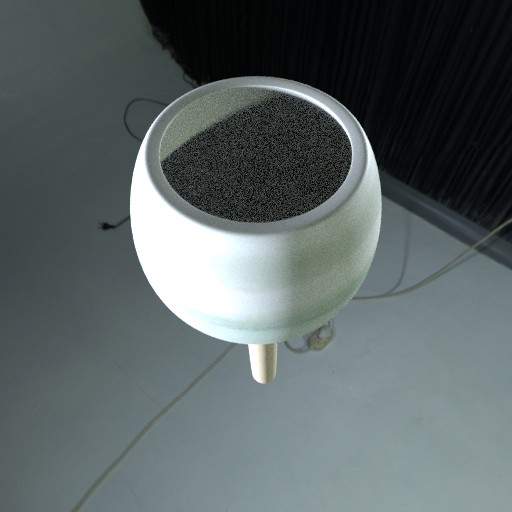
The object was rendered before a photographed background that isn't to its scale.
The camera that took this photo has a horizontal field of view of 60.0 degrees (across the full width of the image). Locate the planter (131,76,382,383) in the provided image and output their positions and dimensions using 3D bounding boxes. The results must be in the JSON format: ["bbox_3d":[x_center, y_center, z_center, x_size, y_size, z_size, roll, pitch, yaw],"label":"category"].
[{"bbox_3d":[0.000,0.000,0.336,0.161,0.224,0.161,0,57,0],"label":"planter"}]
